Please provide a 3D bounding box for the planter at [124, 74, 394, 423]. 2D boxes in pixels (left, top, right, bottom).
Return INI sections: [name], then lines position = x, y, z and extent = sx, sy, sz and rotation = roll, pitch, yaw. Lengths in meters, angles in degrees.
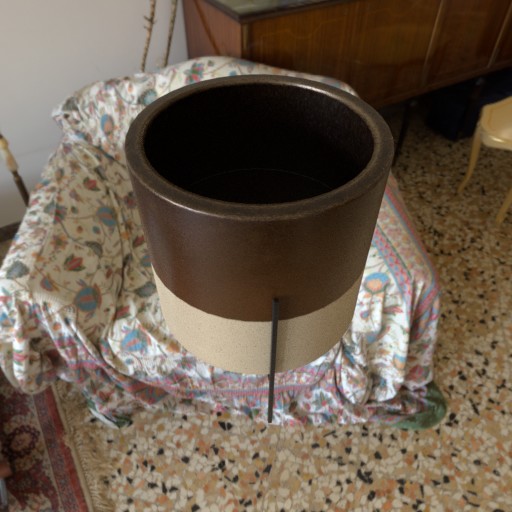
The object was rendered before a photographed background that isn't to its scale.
[planter]
position = 0.000, 0.000, 0.736
extent = 0.354, 0.465, 0.345
rotation = 17, 48, 16
